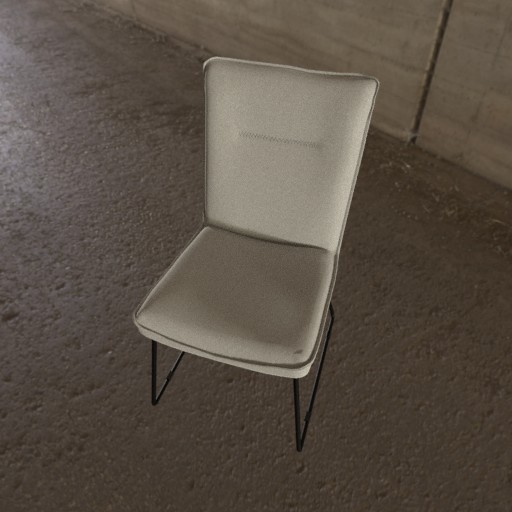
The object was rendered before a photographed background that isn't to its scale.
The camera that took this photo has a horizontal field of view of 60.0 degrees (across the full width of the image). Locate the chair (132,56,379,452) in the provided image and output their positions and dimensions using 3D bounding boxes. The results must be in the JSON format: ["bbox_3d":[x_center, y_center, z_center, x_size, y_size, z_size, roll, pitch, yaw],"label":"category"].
[{"bbox_3d":[0.000,0.000,1.348,0.515,0.930,0.688,12,44,13],"label":"chair"}]
